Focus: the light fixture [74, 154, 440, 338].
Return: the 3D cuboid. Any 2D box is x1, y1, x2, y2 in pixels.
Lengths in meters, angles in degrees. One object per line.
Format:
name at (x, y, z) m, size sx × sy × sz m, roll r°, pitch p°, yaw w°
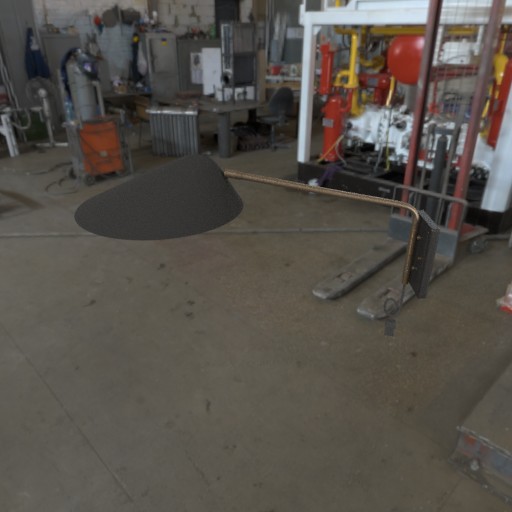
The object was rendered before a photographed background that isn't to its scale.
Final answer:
light fixture at (0.000, 0.000, 0.684) m, size 0.516 × 0.312 × 0.240 m, roll 0°, pitch 27°, yaw 1°
